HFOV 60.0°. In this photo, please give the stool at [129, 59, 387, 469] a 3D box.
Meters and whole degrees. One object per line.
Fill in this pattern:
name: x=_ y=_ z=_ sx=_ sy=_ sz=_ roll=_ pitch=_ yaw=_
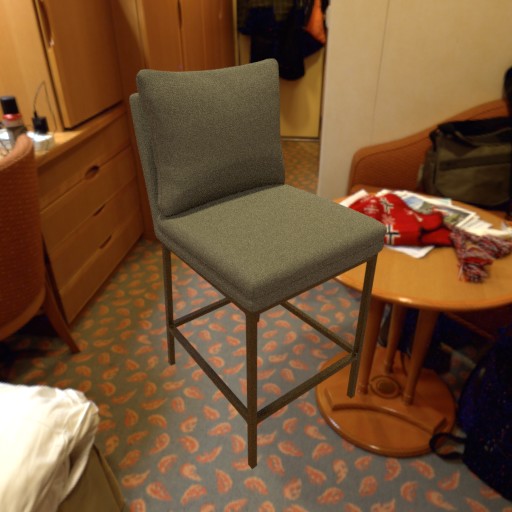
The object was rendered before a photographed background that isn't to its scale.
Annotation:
stool: x=0.000 y=0.000 z=1.323 sx=0.463 sy=1.031 sz=0.569 roll=-22 pitch=37 yaw=-32
